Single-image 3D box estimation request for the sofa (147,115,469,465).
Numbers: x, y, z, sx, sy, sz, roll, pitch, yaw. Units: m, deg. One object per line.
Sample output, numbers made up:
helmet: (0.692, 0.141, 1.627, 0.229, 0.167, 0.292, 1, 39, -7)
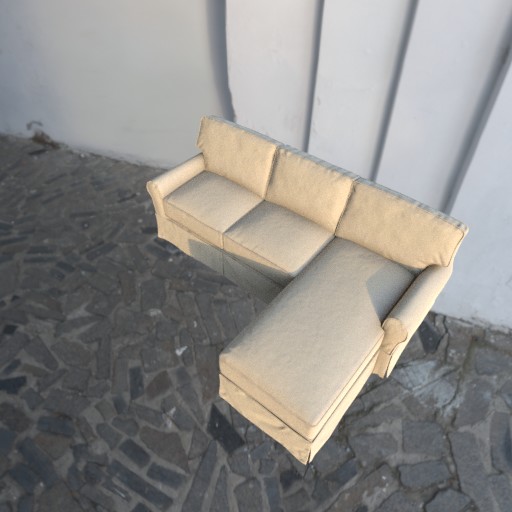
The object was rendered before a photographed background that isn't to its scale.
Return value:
sofa: (0.000, 0.000, 3.383, 2.475, 0.978, 1.733, 30, 53, 26)
